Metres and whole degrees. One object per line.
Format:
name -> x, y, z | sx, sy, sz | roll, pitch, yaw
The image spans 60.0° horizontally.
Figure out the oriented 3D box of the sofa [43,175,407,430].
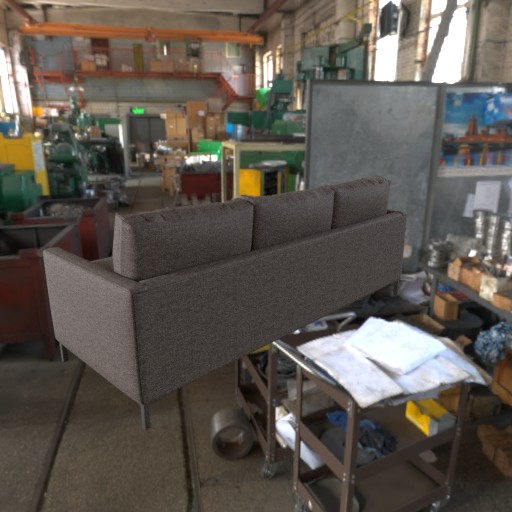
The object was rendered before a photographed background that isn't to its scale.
sofa -> 0.000, 0.000, 2.745 | 0.876, 0.882, 2.253 | 15, 22, 42
